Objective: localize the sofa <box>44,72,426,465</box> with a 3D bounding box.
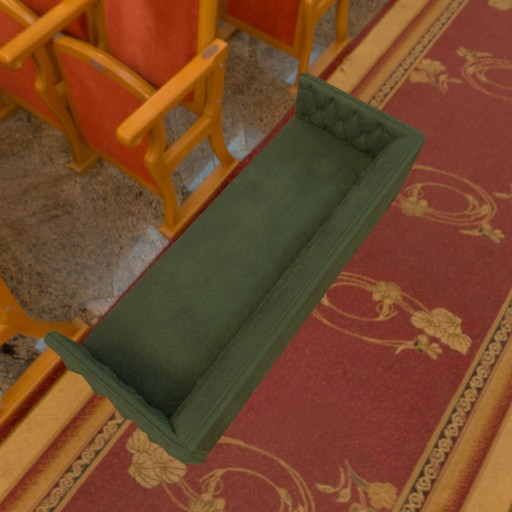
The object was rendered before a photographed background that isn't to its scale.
[{"bbox_3d":[0.000,0.000,2.635,0.895,0.771,2.209,34,69,15],"label":"sofa"}]
